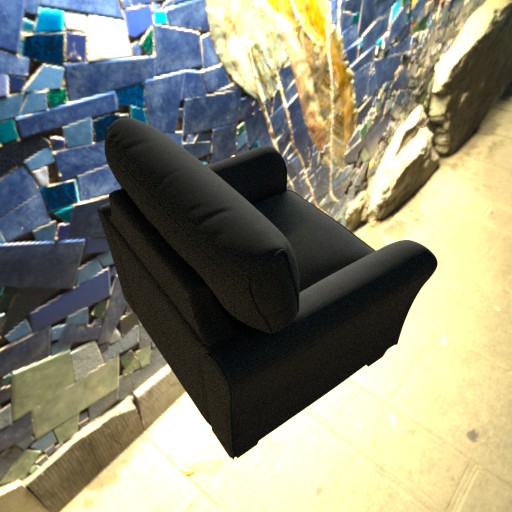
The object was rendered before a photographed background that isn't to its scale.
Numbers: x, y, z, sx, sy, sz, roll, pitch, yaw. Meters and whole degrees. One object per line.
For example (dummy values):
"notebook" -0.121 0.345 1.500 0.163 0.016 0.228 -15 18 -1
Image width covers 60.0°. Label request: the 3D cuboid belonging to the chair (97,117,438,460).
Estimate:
"chair" 0.000 0.000 1.611 0.816 0.890 0.941 -25 48 -25
